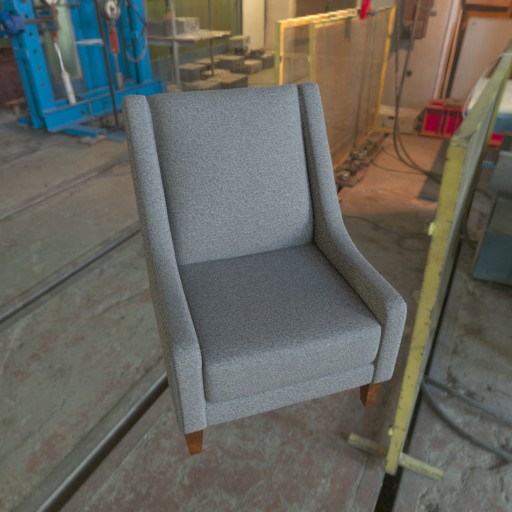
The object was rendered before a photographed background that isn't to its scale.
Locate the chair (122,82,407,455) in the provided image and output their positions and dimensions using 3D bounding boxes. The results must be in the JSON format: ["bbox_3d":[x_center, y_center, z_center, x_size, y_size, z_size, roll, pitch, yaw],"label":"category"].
[{"bbox_3d":[0.000,0.000,1.616,0.774,1.016,0.870,-10,34,-15],"label":"chair"}]
